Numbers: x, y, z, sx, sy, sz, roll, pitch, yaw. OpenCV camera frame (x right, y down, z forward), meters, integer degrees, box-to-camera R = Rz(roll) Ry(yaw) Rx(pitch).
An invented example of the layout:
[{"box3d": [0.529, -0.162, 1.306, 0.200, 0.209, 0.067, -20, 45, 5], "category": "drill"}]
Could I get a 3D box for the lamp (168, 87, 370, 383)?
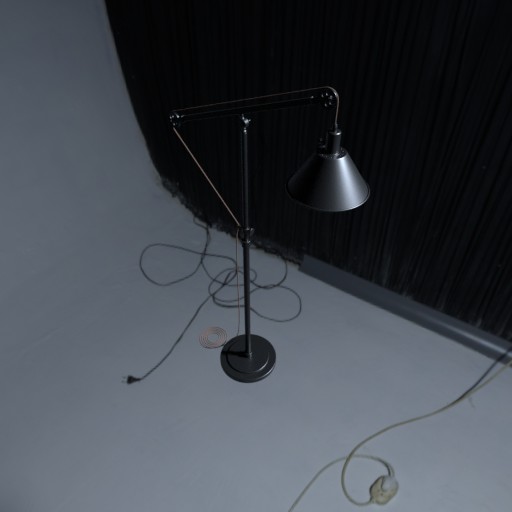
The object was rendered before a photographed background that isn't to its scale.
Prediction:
[{"box3d": [0.000, 0.000, 1.987, 0.904, 1.626, 0.319, 26, 47, 27], "category": "lamp"}]
